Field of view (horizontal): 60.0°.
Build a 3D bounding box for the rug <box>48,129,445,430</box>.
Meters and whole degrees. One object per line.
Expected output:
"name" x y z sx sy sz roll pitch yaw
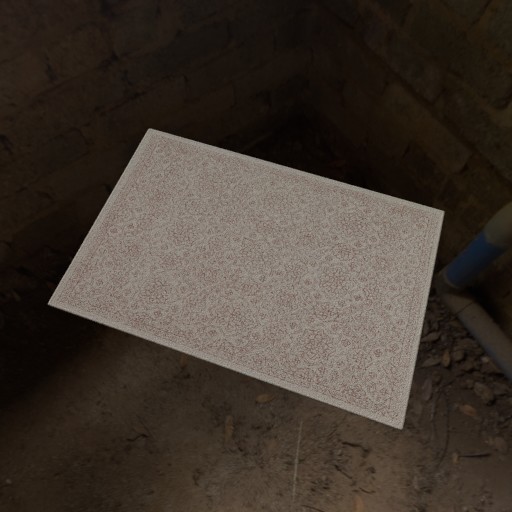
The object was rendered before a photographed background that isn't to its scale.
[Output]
"rug" 0.000 0.000 2.378 1.829 0.010 1.219 17 66 8
